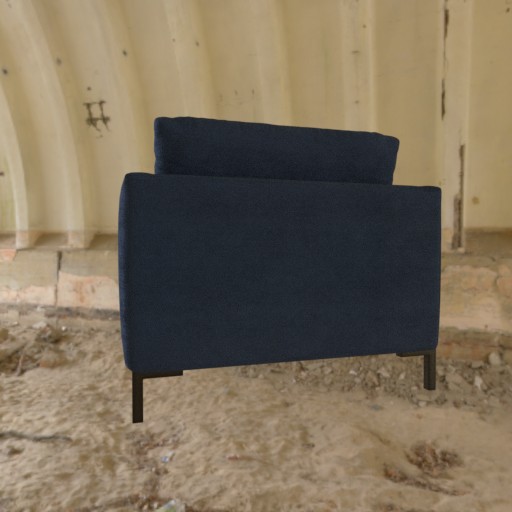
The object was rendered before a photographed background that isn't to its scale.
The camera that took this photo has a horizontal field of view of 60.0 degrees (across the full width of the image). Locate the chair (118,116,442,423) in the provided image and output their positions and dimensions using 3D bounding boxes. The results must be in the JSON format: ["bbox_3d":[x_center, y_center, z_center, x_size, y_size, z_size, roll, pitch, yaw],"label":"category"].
[{"bbox_3d":[0.000,0.000,1.631,0.964,0.812,0.875,0,1,-17],"label":"chair"}]
